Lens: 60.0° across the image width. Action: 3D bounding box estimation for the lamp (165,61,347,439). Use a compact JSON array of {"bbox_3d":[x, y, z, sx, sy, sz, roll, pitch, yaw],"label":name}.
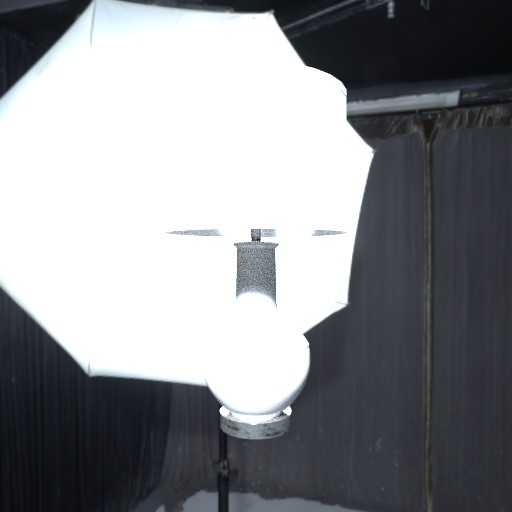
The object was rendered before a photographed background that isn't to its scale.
[{"bbox_3d":[0.000,0.000,0.883,0.357,0.673,0.357,0,0,18],"label":"lamp"}]
